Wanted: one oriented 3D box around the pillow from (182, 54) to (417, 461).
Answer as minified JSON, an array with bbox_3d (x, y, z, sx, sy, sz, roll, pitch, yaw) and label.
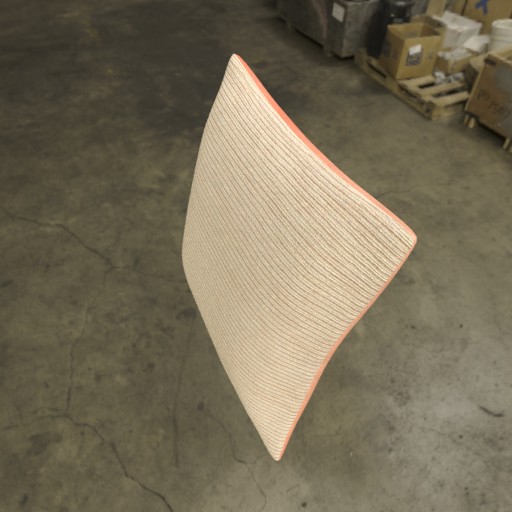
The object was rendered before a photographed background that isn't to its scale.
[{"bbox_3d":[0.000,0.000,0.636,0.177,0.401,0.424,-17,49,-16],"label":"pillow"}]
